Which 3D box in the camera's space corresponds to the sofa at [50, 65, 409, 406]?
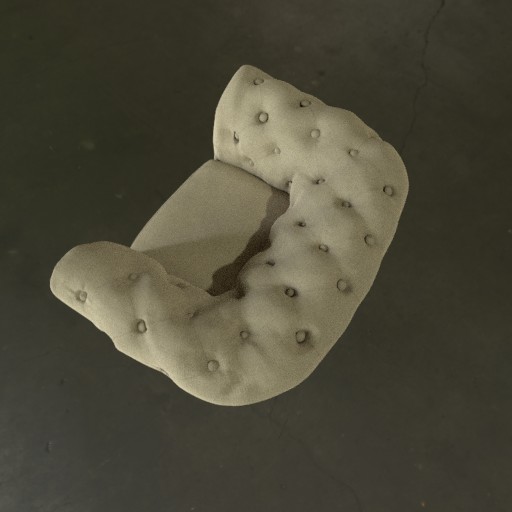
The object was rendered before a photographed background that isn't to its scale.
[{"bbox_3d":[0.000,0.000,2.064,1.034,0.878,1.405,30,67,14],"label":"sofa"}]
